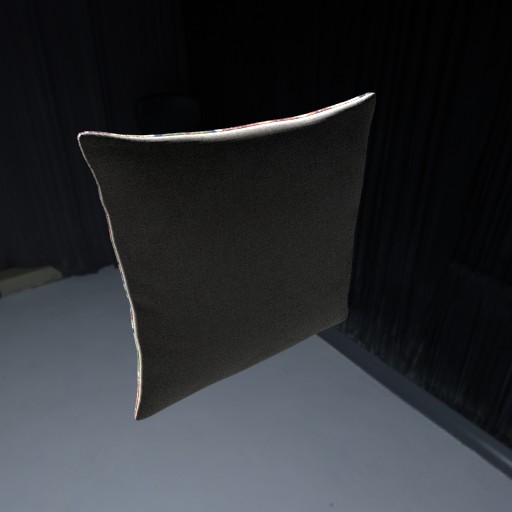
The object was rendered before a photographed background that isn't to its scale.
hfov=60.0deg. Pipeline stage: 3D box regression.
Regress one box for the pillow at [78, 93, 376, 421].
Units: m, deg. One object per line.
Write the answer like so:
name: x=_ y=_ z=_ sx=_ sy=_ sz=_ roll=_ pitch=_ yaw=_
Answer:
pillow: x=0.000 y=0.000 z=0.782 sx=0.523 sy=0.506 sz=0.166 roll=-19 pitch=34 yaw=-30
